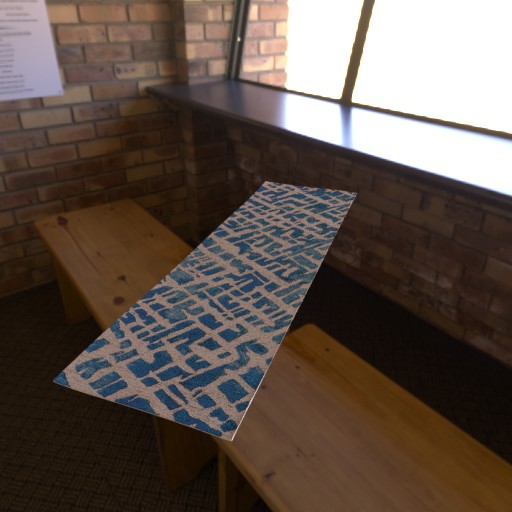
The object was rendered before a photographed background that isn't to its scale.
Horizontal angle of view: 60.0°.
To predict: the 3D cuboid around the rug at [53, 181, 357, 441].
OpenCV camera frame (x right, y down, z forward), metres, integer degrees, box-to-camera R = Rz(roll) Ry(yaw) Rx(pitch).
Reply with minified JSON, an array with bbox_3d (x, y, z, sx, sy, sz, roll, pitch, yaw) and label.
[{"bbox_3d":[0.000,0.000,2.614,0.768,0.011,2.446,11,31,18],"label":"rug"}]
